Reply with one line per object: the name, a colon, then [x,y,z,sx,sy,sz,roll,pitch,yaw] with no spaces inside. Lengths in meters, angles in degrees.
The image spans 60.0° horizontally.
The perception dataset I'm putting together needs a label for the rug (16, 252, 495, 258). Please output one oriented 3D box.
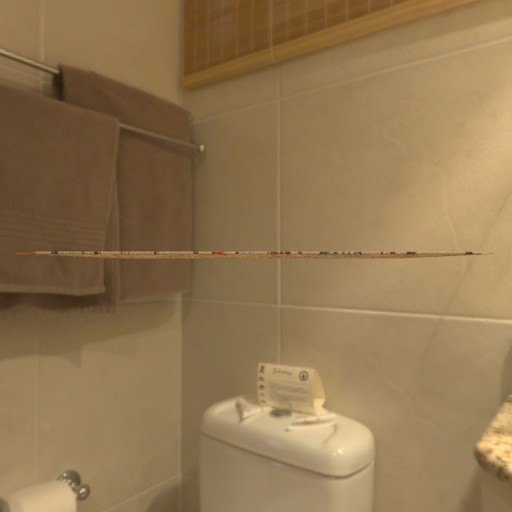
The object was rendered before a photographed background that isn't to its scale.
rug: [0.000,0.000,2.439,1.997,0.010,1.218,0,-1,0]
